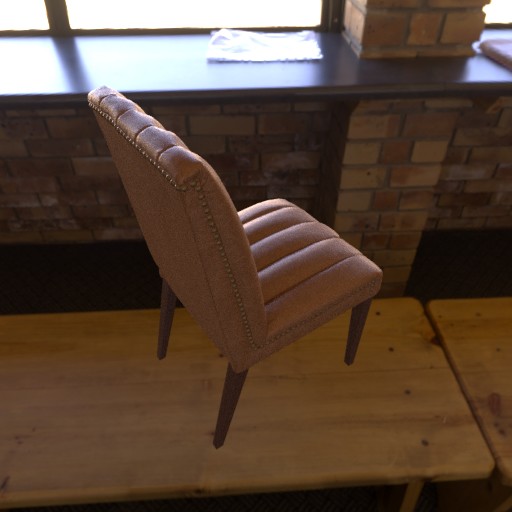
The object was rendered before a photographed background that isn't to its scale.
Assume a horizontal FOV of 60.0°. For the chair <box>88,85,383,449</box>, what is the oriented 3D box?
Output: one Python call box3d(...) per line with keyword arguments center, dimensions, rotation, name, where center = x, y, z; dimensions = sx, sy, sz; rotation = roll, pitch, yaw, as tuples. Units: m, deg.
box3d(center=(0.000, 0.000, 1.346), dimensions=(0.647, 1.016, 0.511), rotation=(-24, 46, -26), name="chair")
